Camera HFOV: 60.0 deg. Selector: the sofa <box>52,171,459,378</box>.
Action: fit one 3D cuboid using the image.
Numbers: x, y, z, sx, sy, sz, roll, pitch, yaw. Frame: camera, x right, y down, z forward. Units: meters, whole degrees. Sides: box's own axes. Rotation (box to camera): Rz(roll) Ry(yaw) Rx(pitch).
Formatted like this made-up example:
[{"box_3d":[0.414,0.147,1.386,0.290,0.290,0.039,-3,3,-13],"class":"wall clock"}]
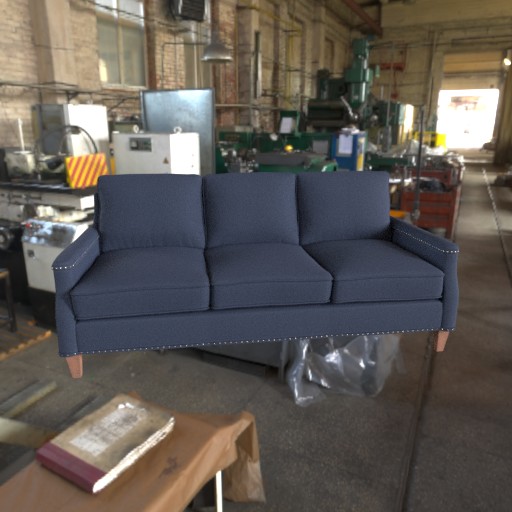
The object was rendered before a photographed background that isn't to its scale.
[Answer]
[{"box_3d":[0.000,0.000,2.863,2.246,1.003,1.084,-2,16,-8],"class":"sofa"}]
